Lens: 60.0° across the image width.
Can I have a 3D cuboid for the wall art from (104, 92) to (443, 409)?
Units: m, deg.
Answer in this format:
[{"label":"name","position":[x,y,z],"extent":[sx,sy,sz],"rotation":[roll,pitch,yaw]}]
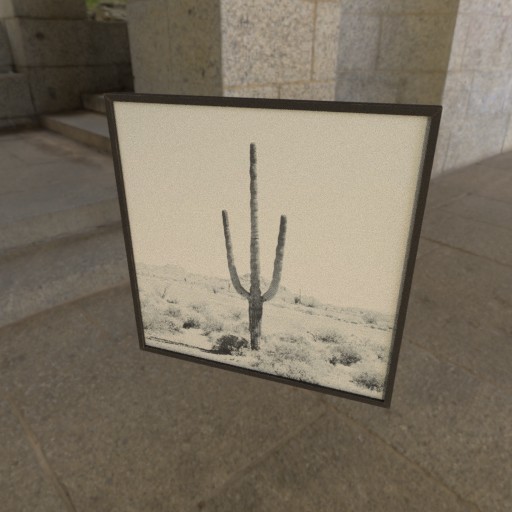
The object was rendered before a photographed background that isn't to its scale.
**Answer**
[{"label":"wall art","position":[0.000,0.000,1.134],"extent":[0.762,0.762,0.038],"rotation":[9,27,17]}]
